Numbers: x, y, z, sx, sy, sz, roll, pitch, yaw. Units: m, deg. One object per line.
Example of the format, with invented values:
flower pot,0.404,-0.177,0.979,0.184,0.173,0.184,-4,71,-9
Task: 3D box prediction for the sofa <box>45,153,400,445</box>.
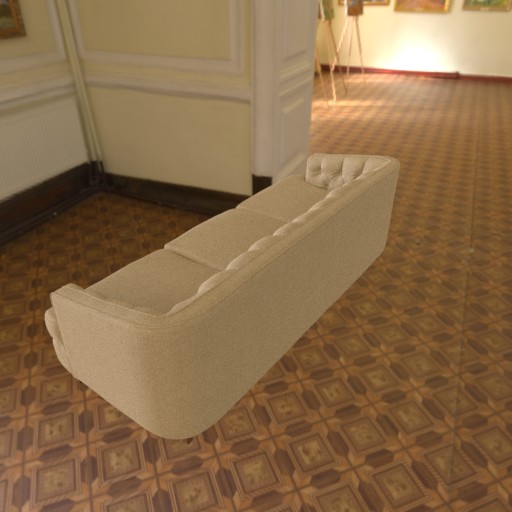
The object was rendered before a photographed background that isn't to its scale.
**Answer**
sofa,0.000,0.000,2.657,0.913,0.788,2.235,22,38,31
